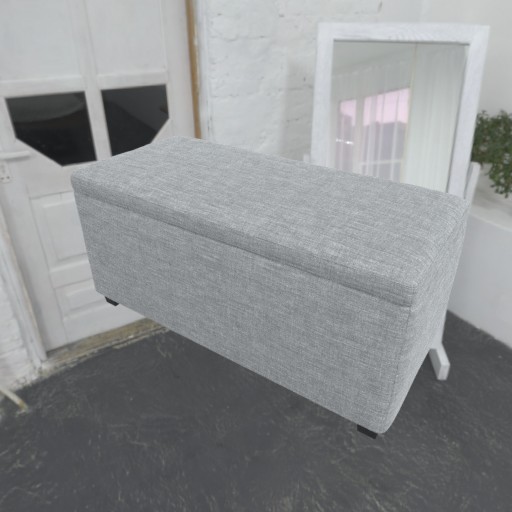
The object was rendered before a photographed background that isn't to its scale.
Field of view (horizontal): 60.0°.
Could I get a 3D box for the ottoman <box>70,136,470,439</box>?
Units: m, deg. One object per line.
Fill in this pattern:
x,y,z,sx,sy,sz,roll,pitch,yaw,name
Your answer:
0.000,0.000,1.140,0.902,0.432,0.419,19,36,29,ottoman
